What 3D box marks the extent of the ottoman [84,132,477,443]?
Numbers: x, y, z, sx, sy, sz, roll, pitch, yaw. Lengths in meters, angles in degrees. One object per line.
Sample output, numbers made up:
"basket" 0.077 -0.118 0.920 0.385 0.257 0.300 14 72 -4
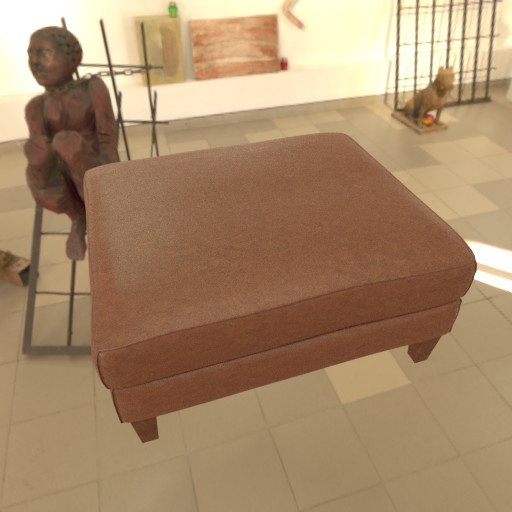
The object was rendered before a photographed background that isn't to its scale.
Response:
"ottoman" 0.000 0.000 1.434 0.987 0.472 0.836 -12 42 -14
